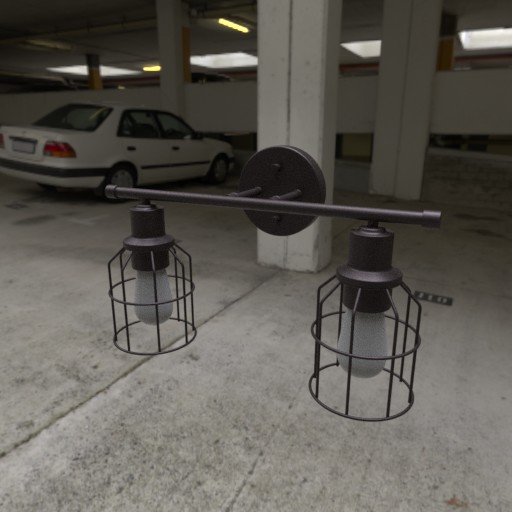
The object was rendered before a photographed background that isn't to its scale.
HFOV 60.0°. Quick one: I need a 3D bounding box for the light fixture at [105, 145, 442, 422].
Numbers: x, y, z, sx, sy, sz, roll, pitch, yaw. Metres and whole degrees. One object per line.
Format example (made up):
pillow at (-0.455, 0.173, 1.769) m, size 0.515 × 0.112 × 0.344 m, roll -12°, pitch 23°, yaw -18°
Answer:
light fixture at (0.000, 0.000, 0.536) m, size 0.406 × 0.254 × 0.165 m, roll 8°, pitch 18°, yaw 26°
